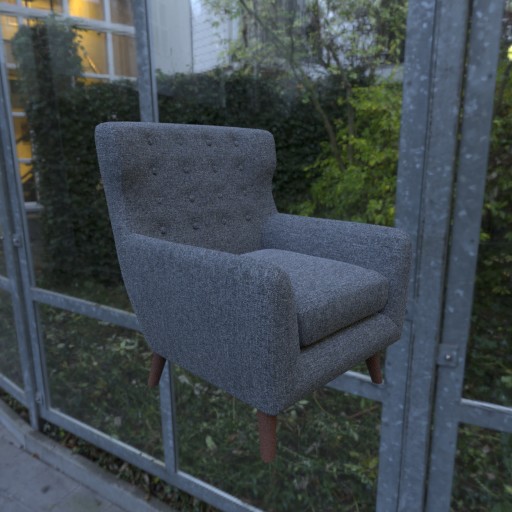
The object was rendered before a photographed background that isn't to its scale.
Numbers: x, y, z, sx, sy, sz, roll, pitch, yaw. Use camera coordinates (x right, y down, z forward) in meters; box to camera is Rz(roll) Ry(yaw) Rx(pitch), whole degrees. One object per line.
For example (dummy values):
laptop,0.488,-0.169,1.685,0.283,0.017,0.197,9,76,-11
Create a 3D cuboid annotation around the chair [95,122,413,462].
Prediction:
chair,0.000,0.000,1.760,0.940,1.039,0.889,13,18,43
